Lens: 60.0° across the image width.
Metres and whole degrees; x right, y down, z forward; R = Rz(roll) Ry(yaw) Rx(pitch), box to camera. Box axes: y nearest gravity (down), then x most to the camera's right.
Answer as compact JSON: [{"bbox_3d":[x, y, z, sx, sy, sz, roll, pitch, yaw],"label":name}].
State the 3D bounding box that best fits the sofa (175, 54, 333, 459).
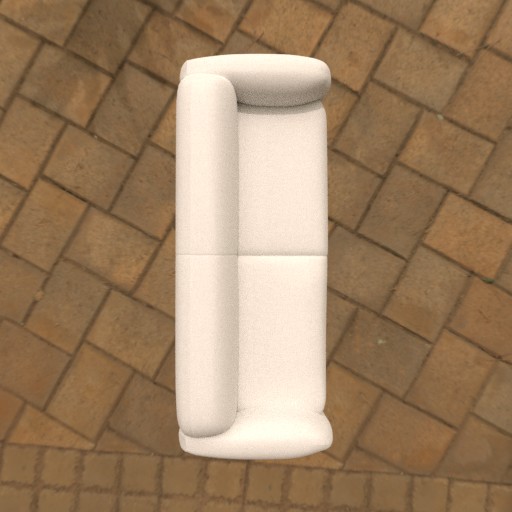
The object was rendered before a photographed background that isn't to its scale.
[{"bbox_3d":[0.000,0.000,2.647,0.880,0.780,2.257,0,89,0],"label":"sofa"}]
